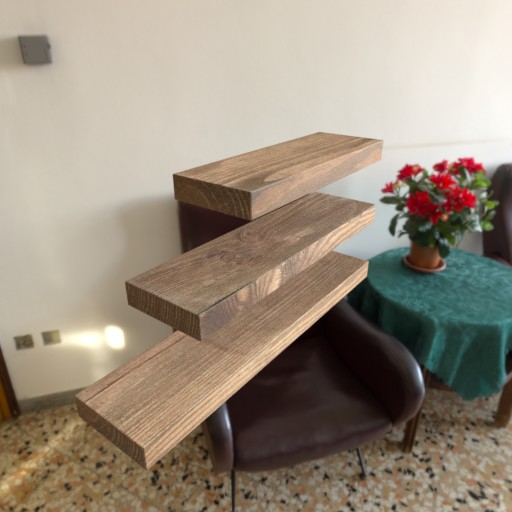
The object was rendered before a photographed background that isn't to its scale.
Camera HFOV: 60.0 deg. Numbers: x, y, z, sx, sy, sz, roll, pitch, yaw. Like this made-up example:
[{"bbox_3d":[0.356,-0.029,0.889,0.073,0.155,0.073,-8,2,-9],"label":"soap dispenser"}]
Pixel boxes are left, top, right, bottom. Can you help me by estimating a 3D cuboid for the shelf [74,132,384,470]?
[{"bbox_3d":[0.000,0.000,0.718,0.140,0.293,0.610,18,31,33],"label":"shelf"}]
